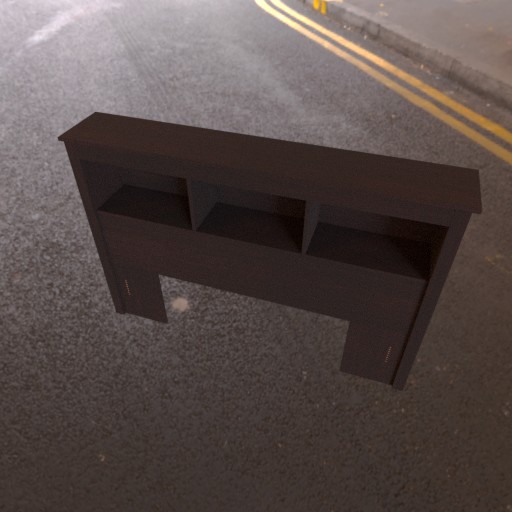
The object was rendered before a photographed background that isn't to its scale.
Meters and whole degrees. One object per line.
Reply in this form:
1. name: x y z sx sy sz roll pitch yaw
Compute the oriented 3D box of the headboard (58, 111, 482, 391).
1. headboard: 0.000 0.000 2.123 1.671 1.092 0.279 12 43 14
